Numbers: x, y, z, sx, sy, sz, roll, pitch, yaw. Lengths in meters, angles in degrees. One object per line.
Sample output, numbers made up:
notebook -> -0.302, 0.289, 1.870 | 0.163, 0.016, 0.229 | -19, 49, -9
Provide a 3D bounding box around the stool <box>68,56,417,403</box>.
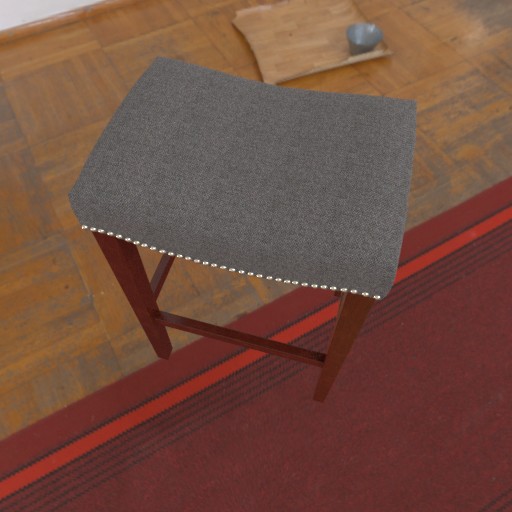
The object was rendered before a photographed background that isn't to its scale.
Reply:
stool -> 0.000, 0.000, 1.010 | 0.504, 0.742, 0.372 | 13, 59, 8
